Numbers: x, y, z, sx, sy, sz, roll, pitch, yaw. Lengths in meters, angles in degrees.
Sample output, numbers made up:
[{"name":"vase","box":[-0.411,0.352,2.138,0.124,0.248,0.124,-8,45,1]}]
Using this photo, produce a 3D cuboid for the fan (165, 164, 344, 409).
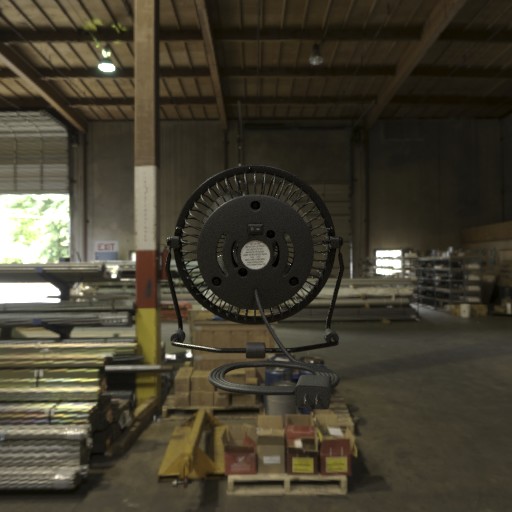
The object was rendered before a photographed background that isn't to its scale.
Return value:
[{"name":"fan","box":[0.000,0.000,0.309,0.153,0.152,0.202,0,-1,-1]}]
